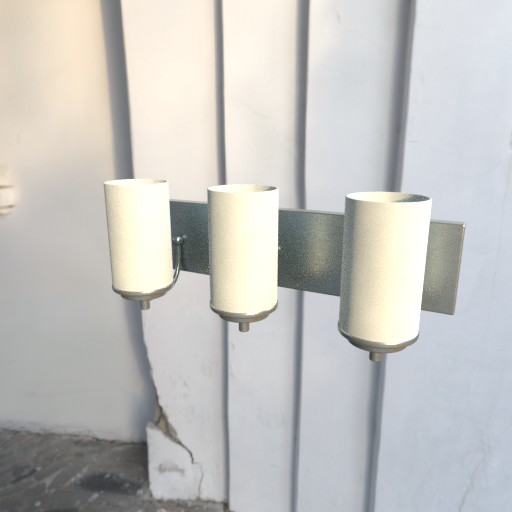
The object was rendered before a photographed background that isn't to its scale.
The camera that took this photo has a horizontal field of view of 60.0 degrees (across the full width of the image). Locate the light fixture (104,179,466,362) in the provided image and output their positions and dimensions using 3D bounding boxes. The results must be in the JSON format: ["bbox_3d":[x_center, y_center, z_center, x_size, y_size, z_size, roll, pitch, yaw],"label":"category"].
[{"bbox_3d":[0.000,0.000,0.544,0.451,0.172,0.145,8,17,26],"label":"light fixture"}]
